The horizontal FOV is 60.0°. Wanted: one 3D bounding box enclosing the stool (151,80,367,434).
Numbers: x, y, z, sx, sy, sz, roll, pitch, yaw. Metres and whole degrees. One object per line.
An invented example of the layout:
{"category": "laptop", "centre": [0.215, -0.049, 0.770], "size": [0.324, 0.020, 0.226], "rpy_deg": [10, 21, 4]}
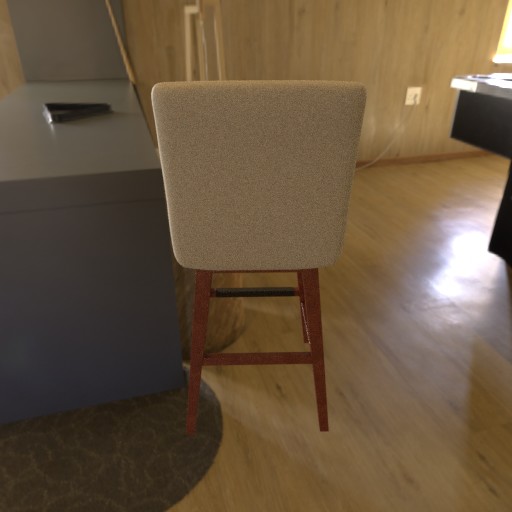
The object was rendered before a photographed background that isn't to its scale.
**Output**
{"category": "stool", "centre": [0.000, 0.000, 1.386], "size": [0.470, 1.092, 0.559], "rpy_deg": [-1, 29, -1]}
